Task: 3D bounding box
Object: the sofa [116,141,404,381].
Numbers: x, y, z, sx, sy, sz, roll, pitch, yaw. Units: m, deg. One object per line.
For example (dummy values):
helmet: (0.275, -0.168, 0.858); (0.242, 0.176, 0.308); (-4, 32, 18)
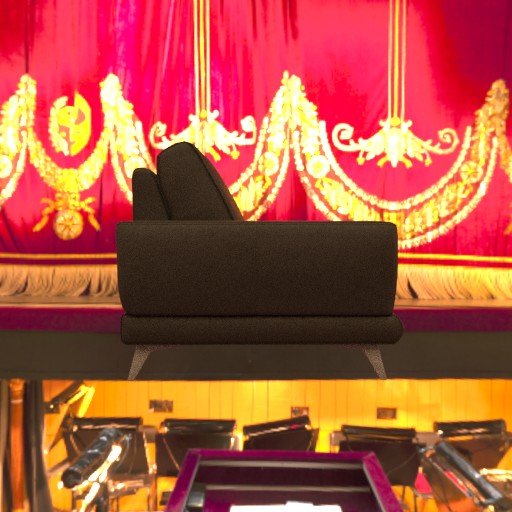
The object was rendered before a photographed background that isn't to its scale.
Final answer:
sofa: (0.000, 0.000, 2.406); (1.018, 0.907, 1.806); (0, -1, -1)
